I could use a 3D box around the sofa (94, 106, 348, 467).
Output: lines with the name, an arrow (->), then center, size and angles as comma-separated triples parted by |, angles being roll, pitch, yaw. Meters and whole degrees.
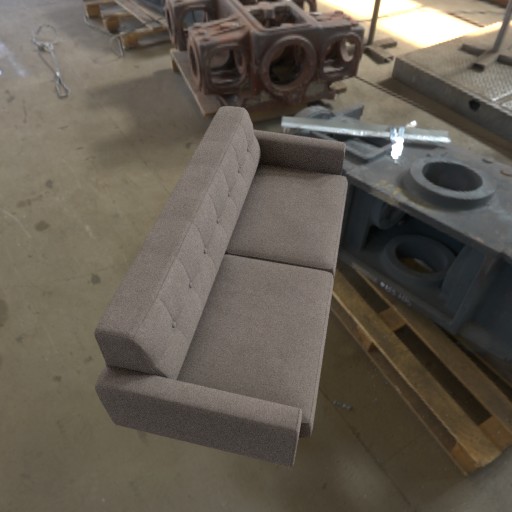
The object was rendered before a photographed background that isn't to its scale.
sofa -> 0.000, 0.000, 2.523 | 0.909, 0.841, 2.029 | 10, 48, 9
